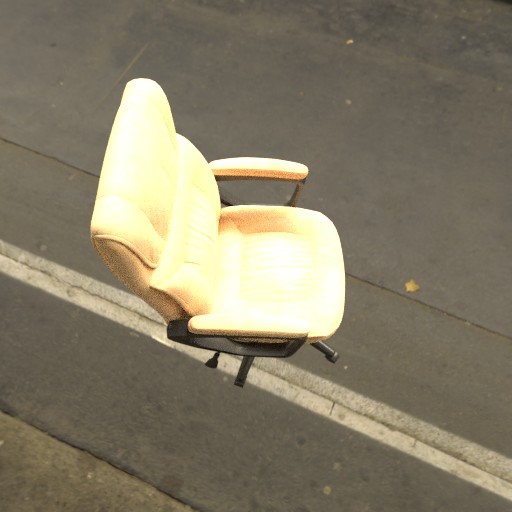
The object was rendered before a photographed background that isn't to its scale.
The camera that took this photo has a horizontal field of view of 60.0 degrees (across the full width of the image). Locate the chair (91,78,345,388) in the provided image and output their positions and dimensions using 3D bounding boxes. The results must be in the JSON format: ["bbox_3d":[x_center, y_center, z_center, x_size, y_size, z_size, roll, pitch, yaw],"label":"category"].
[{"bbox_3d":[0.000,0.000,1.502,0.724,1.105,0.667,2,62,1],"label":"chair"}]
